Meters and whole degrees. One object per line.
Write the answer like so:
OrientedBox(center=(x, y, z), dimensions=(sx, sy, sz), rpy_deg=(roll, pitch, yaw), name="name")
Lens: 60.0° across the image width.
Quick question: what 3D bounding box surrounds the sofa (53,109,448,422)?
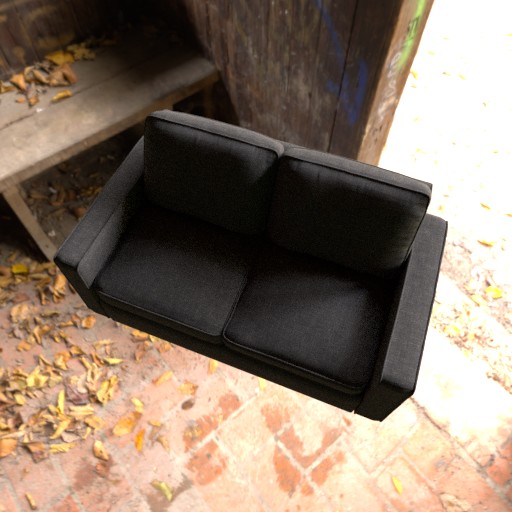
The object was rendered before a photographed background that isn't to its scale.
OrientedBox(center=(0.000, 0.000, 2.239), dimensions=(1.709, 0.918, 0.947), rpy_deg=(18, 60, 11), name="sofa")
